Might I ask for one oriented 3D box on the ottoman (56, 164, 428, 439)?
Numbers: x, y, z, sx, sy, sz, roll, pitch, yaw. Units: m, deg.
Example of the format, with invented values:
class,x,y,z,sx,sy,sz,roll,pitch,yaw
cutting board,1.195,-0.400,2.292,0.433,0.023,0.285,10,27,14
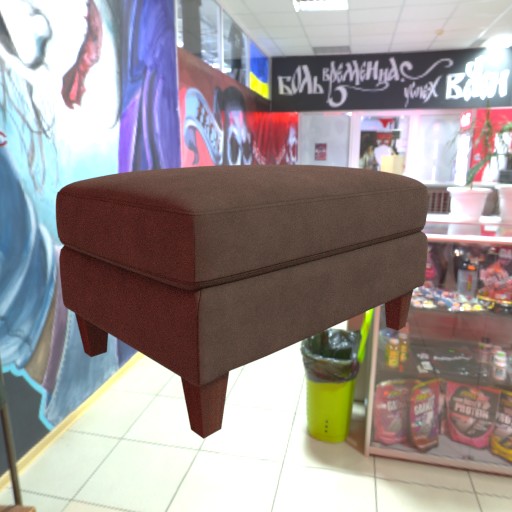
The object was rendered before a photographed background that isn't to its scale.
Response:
class,x,y,z,sx,sy,sz,roll,pitch,yaw
ottoman,0.000,0.000,1.201,0.864,0.483,0.584,-13,18,-43
